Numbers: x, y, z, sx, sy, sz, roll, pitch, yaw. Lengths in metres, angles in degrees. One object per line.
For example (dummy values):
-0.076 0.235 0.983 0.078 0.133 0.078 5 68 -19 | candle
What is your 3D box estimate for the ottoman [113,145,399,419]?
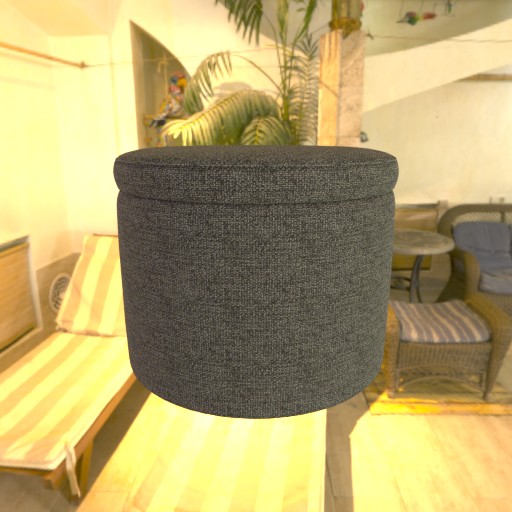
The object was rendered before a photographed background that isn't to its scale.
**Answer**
0.000 0.000 0.886 0.520 0.430 0.520 0 15 0 | ottoman
